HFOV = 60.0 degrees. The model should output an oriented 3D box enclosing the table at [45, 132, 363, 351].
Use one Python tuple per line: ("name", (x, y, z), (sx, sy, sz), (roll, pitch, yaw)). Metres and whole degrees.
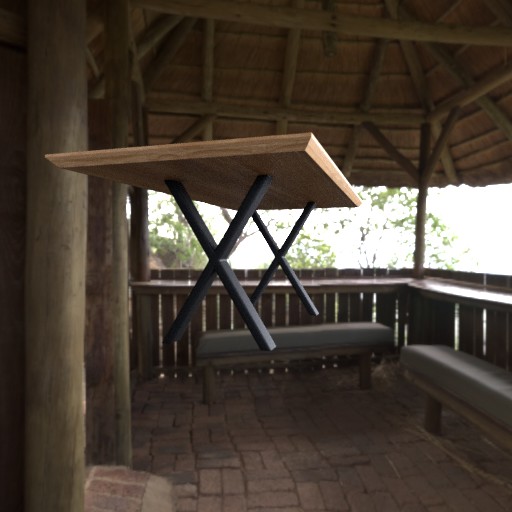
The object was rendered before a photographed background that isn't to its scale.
("table", (0.000, 0.000, 2.446), (1.000, 0.770, 2.000), (0, 1, 18))
